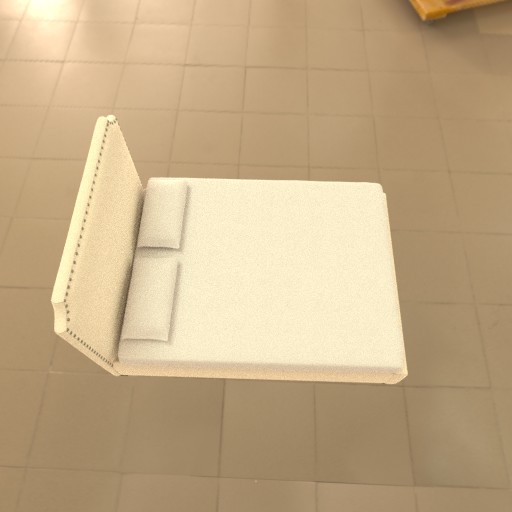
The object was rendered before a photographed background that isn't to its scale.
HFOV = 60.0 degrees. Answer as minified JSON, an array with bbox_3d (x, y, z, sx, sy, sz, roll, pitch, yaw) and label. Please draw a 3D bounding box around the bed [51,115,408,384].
[{"bbox_3d":[0.000,0.000,3.499,2.372,1.497,1.712,2,63,1],"label":"bed"}]
